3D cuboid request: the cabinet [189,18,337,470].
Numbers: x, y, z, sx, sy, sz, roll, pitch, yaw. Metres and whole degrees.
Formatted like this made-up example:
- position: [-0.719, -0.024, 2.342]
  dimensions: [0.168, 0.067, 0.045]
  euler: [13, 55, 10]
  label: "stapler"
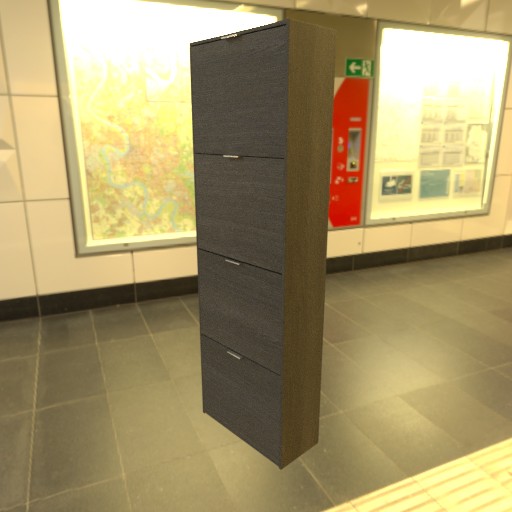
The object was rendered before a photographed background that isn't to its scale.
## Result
- position: [0.000, 0.000, 1.804]
  dimensions: [0.255, 1.630, 0.520]
  euler: [-14, 21, -41]
  label: "cabinet"
